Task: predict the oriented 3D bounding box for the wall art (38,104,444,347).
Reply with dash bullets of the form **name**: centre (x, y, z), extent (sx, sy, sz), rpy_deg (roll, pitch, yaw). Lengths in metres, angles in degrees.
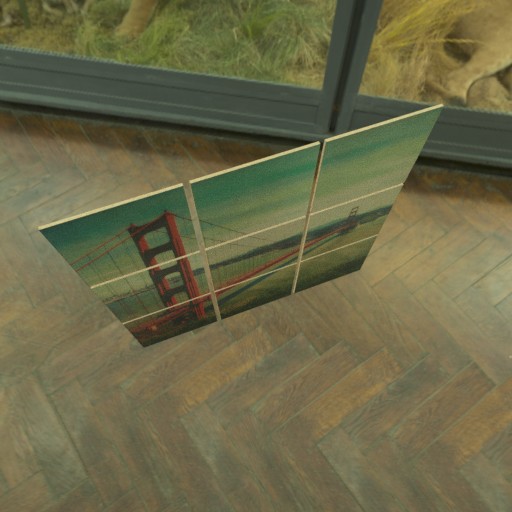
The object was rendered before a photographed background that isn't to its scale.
- **wall art**: centre (0.000, 0.000, 2.241), extent (1.519, 1.507, 0.014), rpy_deg (-19, 65, -9)
